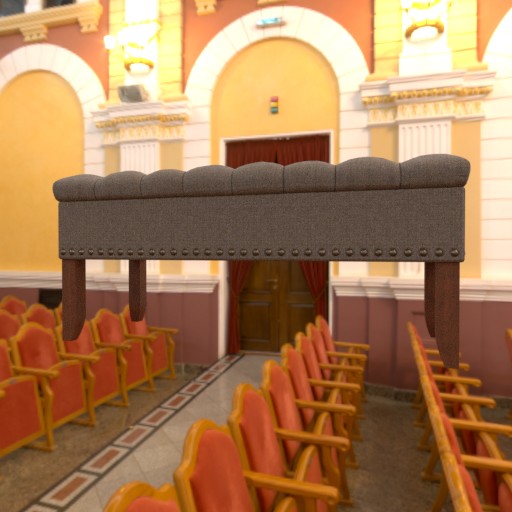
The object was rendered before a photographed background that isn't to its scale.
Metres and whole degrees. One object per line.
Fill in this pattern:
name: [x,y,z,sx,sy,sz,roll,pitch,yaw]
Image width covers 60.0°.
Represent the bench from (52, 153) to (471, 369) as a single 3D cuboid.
bench: [0.000,0.000,1.262,1.052,0.470,0.417,0,1,17]
